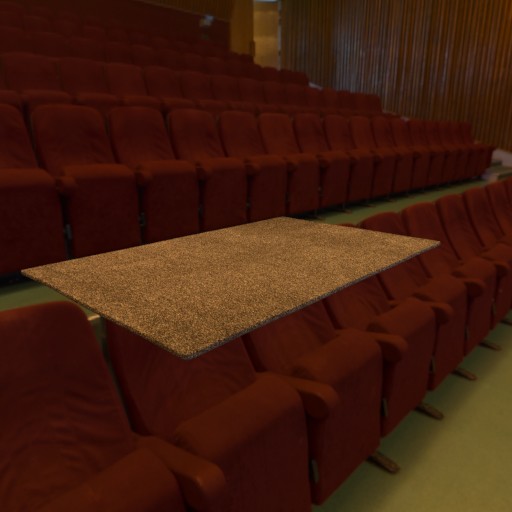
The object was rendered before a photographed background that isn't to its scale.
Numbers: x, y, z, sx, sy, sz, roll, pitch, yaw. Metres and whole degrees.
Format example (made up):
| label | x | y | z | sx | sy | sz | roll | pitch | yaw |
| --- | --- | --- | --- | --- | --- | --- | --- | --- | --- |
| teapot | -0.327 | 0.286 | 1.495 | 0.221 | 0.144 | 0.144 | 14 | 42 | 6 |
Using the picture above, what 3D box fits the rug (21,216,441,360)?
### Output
| label | x | y | z | sx | sy | sz | roll | pitch | yaw |
| --- | --- | --- | --- | --- | --- | --- | --- | --- | --- |
| rug | 0.000 | 0.000 | 2.879 | 1.501 | 0.025 | 2.352 | 14 | 20 | 41 |
